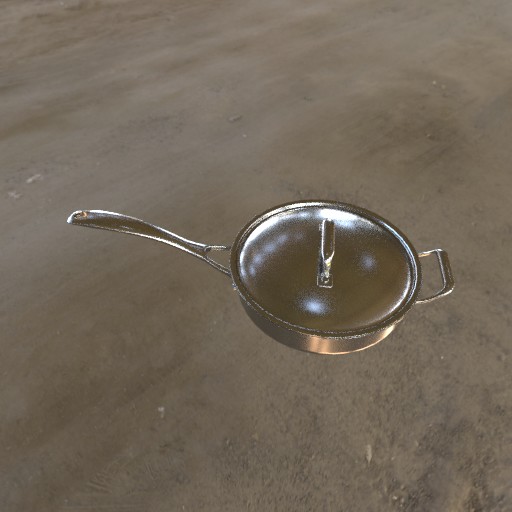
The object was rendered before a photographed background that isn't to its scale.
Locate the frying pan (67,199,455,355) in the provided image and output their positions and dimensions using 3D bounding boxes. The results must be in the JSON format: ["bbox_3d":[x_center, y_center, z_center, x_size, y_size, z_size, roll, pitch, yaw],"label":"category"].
[{"bbox_3d":[0.000,0.000,0.665,0.561,0.114,0.280,5,45,5],"label":"frying pan"}]
